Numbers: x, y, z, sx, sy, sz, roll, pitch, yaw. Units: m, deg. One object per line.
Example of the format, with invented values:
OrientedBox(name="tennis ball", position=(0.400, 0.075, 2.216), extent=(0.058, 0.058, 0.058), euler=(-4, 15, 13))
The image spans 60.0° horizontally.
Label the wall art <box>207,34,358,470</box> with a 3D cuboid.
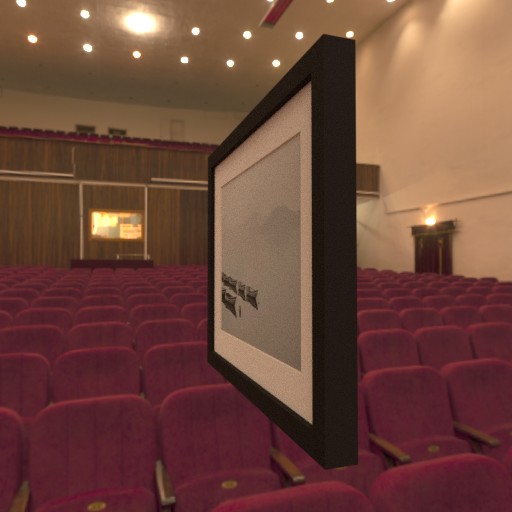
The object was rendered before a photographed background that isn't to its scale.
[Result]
OrientedBox(name="wall art", position=(0.000, 0.000, 0.522), extent=(0.028, 0.325, 0.397), euler=(1, -2, -19))
